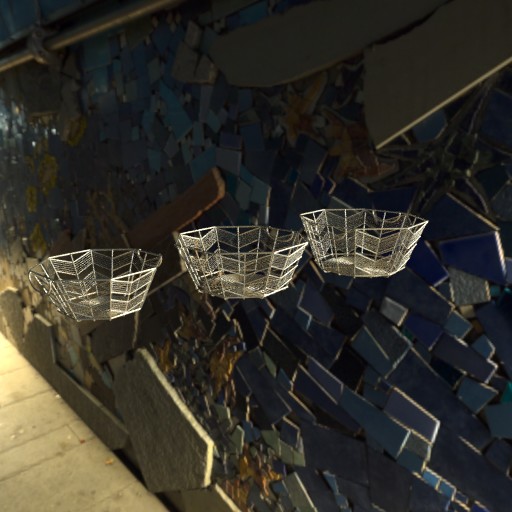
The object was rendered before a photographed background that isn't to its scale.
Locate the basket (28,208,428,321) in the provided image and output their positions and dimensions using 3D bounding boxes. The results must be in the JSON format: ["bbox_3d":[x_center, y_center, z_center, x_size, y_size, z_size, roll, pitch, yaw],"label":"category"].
[{"bbox_3d":[0.000,0.000,1.360,1.246,0.178,0.432,-7,16,-27],"label":"basket"}]
